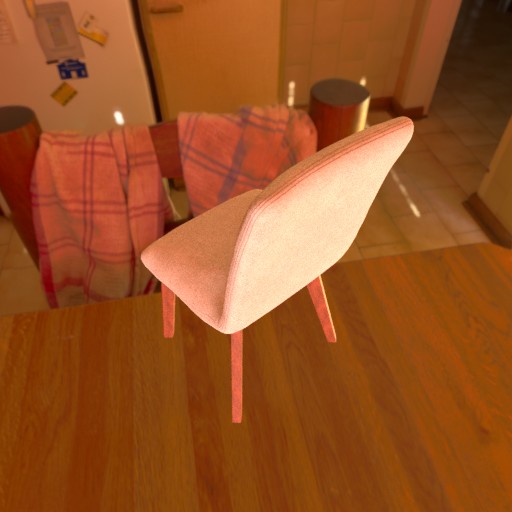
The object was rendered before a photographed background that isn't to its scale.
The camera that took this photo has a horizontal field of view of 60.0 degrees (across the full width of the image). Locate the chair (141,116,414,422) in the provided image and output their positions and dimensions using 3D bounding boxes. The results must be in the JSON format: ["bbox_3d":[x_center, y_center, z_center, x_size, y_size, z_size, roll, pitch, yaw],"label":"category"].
[{"bbox_3d":[0.000,0.000,1.339,0.522,0.974,0.563,-32,54,-27],"label":"chair"}]
